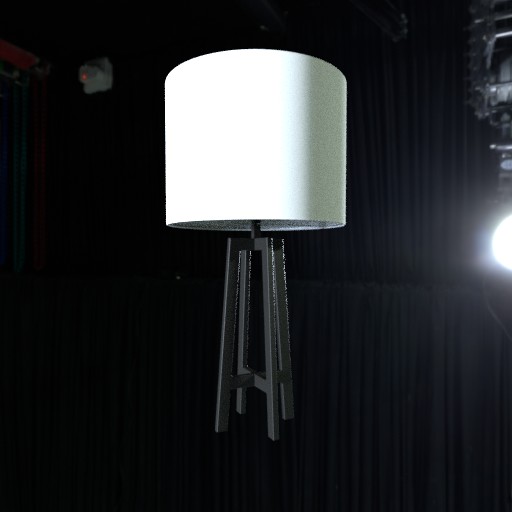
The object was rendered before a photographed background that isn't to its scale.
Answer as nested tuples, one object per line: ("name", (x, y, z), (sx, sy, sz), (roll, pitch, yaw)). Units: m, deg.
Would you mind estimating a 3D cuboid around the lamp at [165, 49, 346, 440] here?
("lamp", (0.000, 0.000, 0.644), (0.257, 0.489, 0.257), (0, 0, 19))
